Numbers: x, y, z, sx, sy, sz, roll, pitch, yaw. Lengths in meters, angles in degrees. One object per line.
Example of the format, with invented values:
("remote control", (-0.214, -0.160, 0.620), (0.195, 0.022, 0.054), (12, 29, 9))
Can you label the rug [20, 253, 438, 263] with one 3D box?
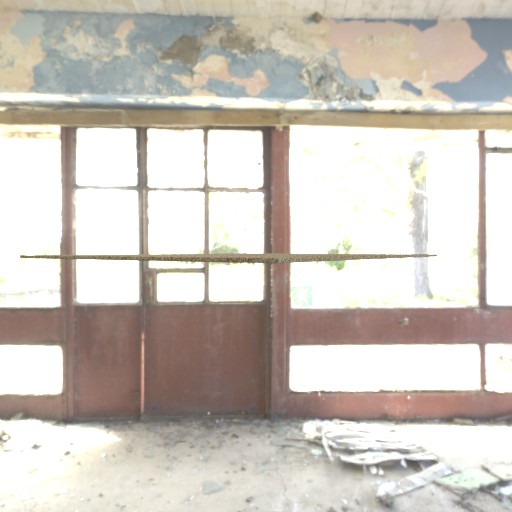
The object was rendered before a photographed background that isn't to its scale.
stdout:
("rug", (0.000, 0.000, 3.988), (2.400, 0.025, 3.000), (0, 1, 36))
